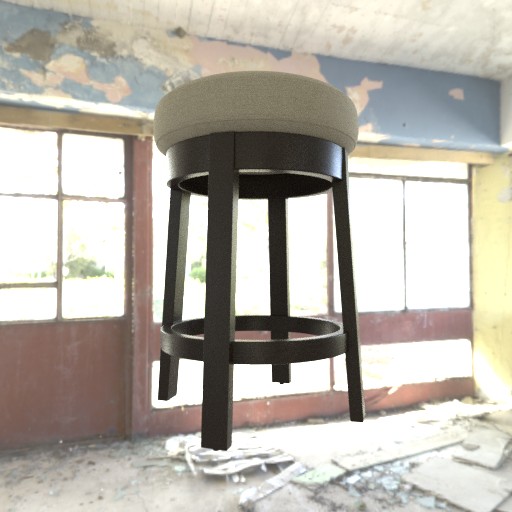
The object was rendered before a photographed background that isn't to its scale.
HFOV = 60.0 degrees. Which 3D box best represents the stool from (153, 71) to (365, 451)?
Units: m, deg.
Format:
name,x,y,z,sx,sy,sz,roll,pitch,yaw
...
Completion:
name,x,y,z,sx,sy,sz,roll,pitch,yaw
stool,0.000,0.000,0.948,0.449,0.655,0.449,0,-1,0
